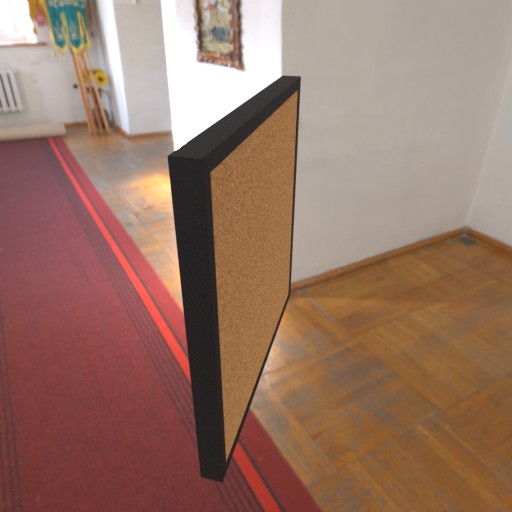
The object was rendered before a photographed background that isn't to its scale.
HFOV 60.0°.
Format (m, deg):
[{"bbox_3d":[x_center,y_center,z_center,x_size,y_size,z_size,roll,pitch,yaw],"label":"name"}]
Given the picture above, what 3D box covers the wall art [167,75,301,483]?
[{"bbox_3d":[0.000,0.000,0.757,0.036,0.503,0.506,8,31,13],"label":"wall art"}]
